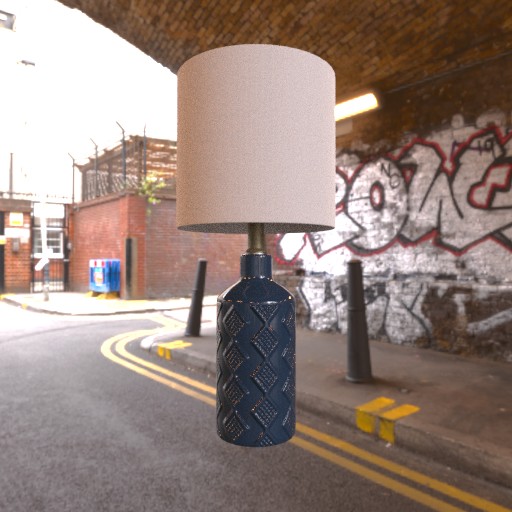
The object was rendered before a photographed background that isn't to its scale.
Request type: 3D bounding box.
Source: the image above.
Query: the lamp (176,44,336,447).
[{"bbox_3d":[0.000,0.000,0.584,0.207,0.461,0.207,0,-1,0],"label":"lamp"}]
